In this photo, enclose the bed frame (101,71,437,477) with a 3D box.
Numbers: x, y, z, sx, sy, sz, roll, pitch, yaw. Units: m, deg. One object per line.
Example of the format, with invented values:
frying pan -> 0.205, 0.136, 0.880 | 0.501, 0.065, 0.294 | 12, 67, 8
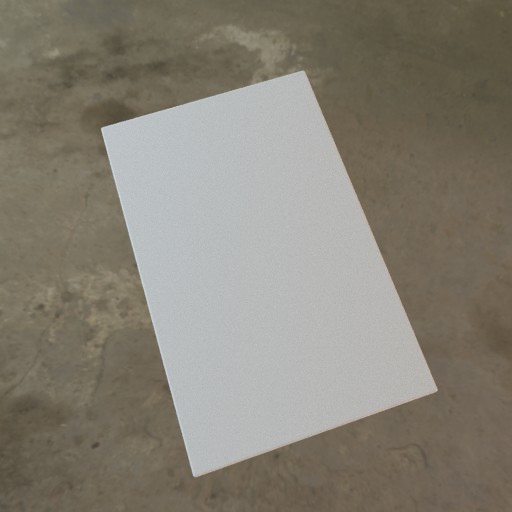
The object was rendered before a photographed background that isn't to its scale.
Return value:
bed frame -> 0.000, 0.000, 3.829 | 1.930, 0.440, 2.987 | -18, 76, -5
